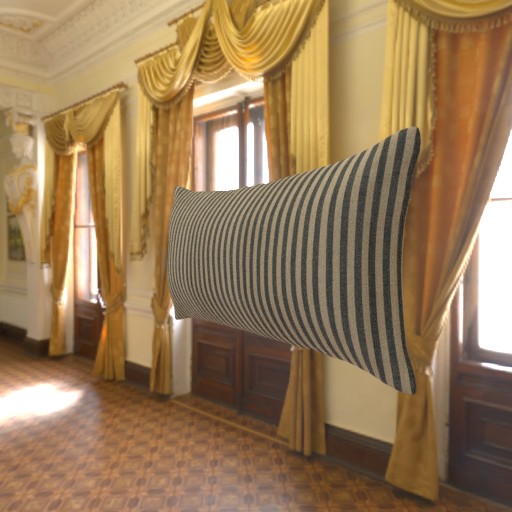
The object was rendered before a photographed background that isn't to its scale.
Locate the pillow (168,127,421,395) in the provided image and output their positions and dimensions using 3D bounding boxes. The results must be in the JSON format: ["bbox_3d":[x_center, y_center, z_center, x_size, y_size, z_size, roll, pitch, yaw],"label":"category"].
[{"bbox_3d":[0.000,0.000,0.733,0.151,0.295,0.617,-1,1,-35],"label":"pillow"}]
